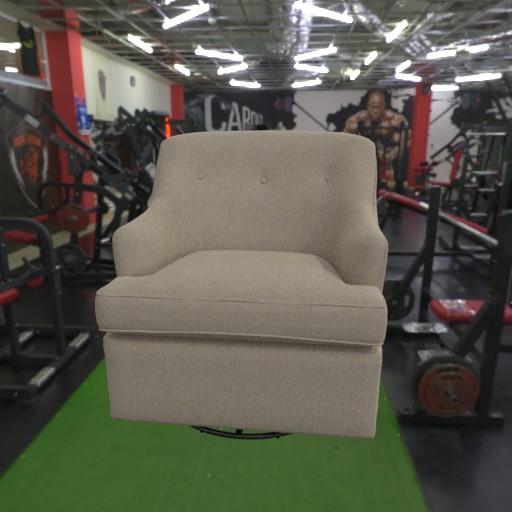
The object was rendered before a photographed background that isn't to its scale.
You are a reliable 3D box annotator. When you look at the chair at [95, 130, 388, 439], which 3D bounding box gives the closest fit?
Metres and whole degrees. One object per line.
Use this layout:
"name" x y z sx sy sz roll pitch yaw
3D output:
"chair" 0.000 0.000 1.558 0.864 0.856 0.923 2 15 7
